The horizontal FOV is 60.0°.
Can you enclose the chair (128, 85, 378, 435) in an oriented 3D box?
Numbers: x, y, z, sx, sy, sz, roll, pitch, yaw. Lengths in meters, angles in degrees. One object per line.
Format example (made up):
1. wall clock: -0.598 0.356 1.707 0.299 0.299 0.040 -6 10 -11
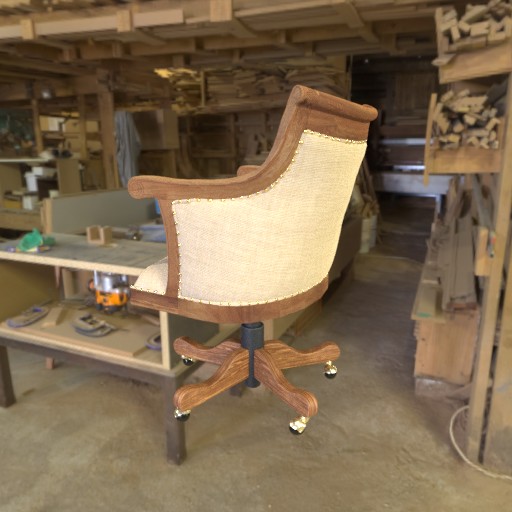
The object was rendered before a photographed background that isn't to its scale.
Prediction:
1. chair: 0.000 0.000 1.453 0.689 0.965 0.656 7 16 26
